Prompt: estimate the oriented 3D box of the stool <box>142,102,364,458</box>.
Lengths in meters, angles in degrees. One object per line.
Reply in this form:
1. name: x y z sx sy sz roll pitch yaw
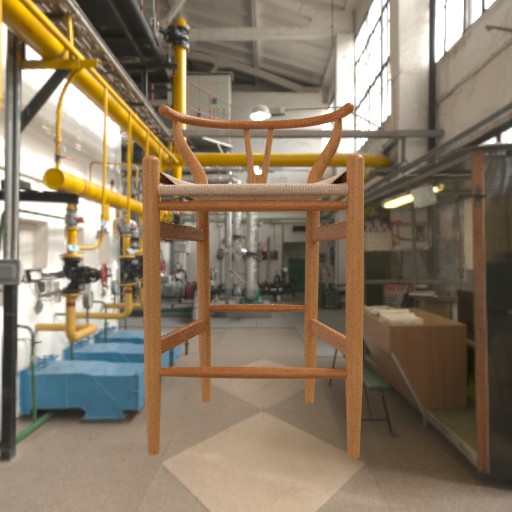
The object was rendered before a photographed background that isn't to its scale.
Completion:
1. stool: 0.000 0.000 1.328 0.569 0.970 0.579 0 0 2
